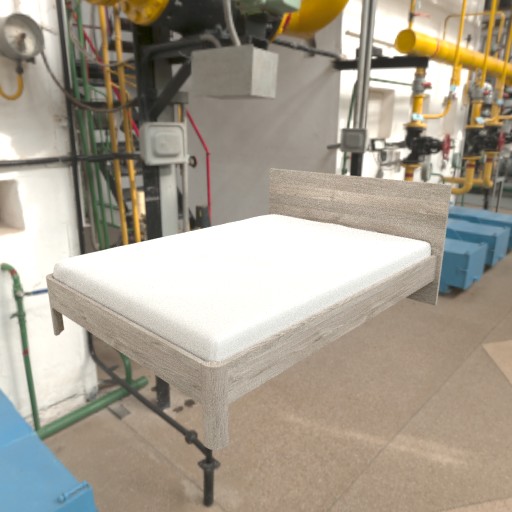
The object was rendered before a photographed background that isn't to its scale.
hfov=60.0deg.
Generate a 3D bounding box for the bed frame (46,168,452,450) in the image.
[{"bbox_3d":[0.000,0.000,2.668,1.490,0.800,1.950,15,23,41],"label":"bed frame"}]
